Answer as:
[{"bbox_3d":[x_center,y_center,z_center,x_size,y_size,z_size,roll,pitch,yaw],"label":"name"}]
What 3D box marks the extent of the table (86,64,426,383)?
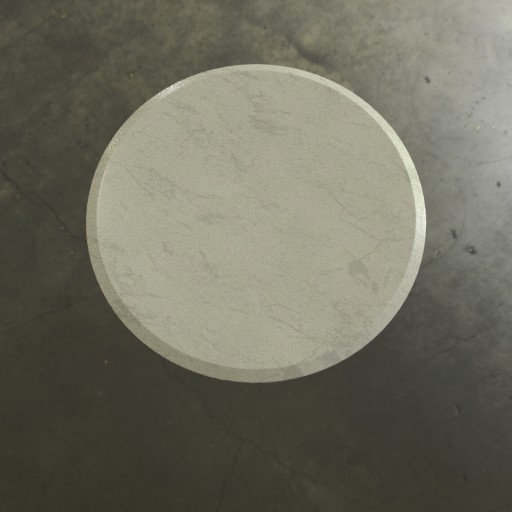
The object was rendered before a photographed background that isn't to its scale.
[{"bbox_3d":[0.000,0.000,0.743,0.407,0.447,0.407,0,74,0],"label":"table"}]
